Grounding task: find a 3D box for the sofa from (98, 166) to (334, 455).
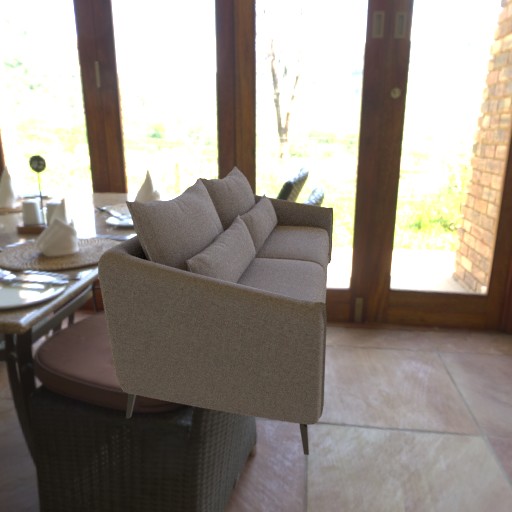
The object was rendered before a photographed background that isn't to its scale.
[{"bbox_3d":[0.000,0.000,2.407,0.809,0.833,2.022,3,16,10],"label":"sofa"}]
